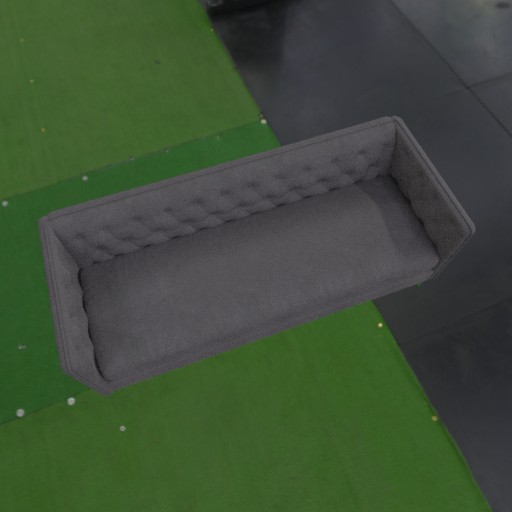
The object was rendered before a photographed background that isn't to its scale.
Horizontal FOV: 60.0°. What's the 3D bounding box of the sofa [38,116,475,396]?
[{"bbox_3d":[0.000,0.000,2.661,2.209,0.771,0.895,-18,64,-9],"label":"sofa"}]
